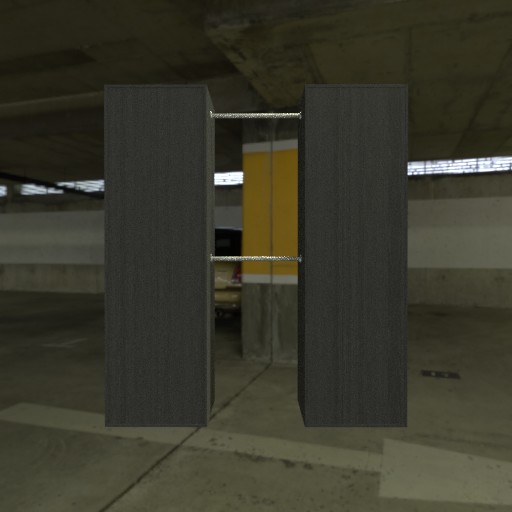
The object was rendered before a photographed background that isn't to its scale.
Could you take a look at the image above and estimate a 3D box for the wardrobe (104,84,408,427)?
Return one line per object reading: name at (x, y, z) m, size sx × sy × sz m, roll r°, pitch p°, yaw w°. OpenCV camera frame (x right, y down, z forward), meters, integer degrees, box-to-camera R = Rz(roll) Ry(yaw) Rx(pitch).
wardrobe at (0.000, 0.000, 2.828) m, size 1.770 × 2.000 × 0.480 m, roll 0°, pitch 0°, yaw 0°
